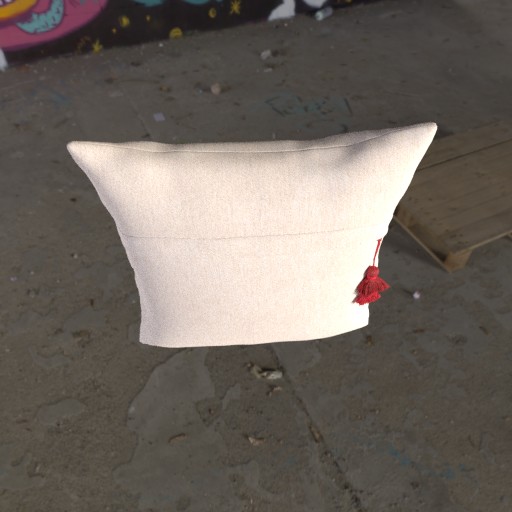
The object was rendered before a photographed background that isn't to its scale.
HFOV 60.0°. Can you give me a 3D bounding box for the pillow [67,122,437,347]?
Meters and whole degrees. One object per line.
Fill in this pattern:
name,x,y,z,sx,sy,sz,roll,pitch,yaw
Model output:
pillow,0.000,0.000,0.678,0.433,0.436,0.173,-4,47,-4
